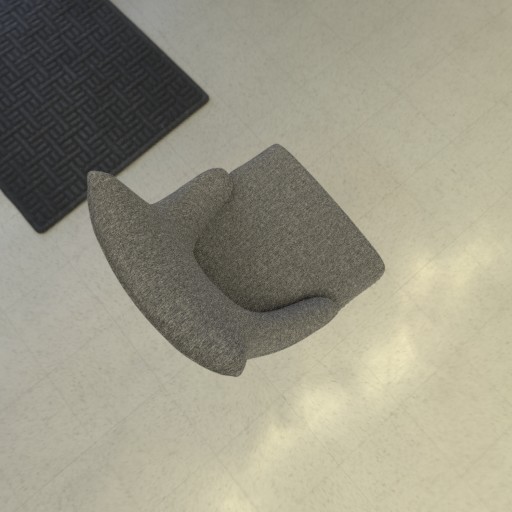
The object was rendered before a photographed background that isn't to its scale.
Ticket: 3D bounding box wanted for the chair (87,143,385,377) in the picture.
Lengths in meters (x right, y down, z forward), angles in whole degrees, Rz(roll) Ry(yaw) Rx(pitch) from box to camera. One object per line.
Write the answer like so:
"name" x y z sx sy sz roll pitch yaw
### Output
"chair" 0.000 0.000 1.319 0.629 0.909 0.566 -37 78 -9
